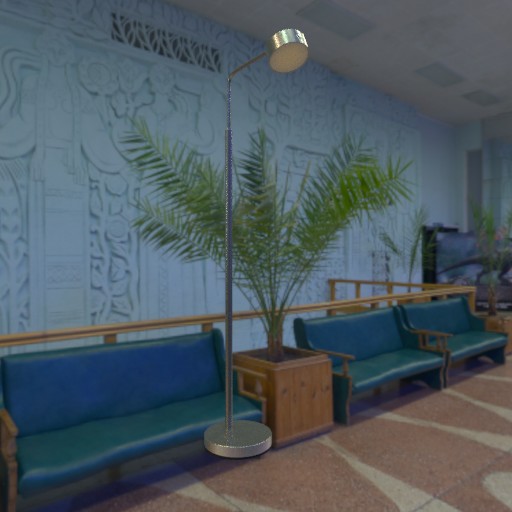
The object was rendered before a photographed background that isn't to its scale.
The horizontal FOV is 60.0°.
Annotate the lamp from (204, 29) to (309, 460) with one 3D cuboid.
[{"bbox_3d":[0.000,0.000,1.384,0.222,1.250,0.421,0,0,-36],"label":"lamp"}]
